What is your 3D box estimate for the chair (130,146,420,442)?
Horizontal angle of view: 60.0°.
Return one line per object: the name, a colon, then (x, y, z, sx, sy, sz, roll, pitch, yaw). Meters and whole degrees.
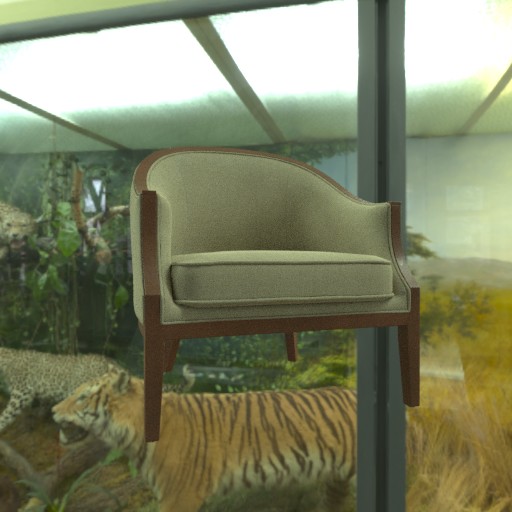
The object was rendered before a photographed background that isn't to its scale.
chair: (0.000, 0.000, 1.471, 0.803, 0.876, 0.735, 0, 0, -19)
